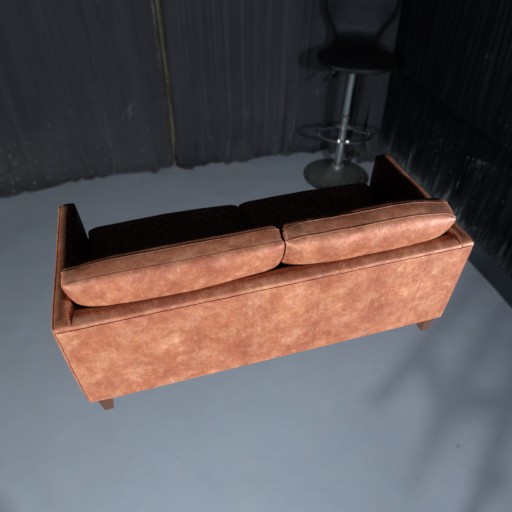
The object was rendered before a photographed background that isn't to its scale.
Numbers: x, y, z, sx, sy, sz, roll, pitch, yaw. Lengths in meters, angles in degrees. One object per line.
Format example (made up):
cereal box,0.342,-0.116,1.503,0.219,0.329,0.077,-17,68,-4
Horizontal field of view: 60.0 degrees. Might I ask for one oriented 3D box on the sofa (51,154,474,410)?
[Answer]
sofa,0.000,0.000,2.428,1.971,0.863,0.923,-11,44,-12
